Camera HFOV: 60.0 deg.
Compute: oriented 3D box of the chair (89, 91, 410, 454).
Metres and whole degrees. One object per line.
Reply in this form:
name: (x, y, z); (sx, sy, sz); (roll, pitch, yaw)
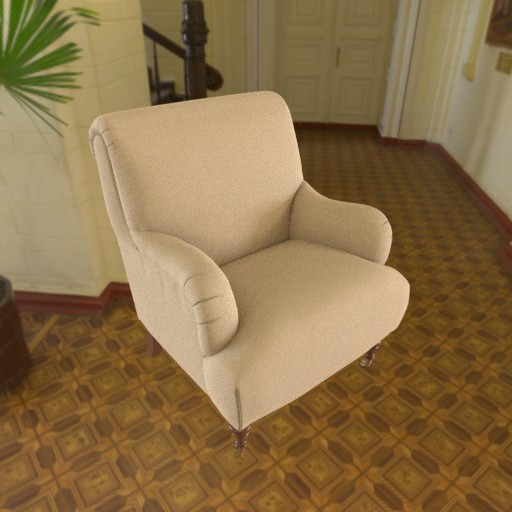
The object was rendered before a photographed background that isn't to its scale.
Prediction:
chair: (0.000, 0.000, 1.530); (0.766, 0.942, 0.842); (-22, 36, -33)
